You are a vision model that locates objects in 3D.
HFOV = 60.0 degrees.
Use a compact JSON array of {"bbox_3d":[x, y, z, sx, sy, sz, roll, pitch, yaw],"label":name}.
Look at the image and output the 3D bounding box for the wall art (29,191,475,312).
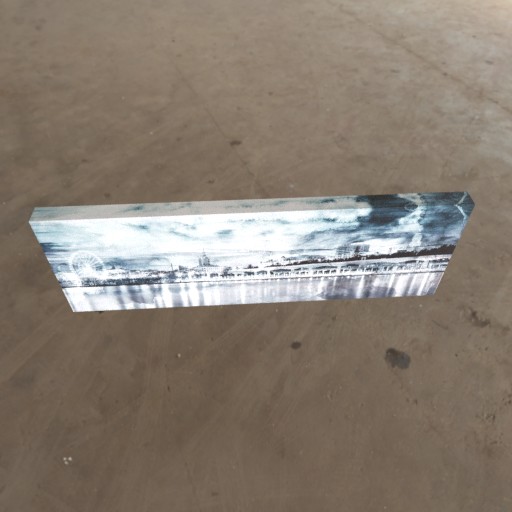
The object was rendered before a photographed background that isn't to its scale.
[{"bbox_3d":[0.000,0.000,0.855,0.759,0.251,0.037,-2,46,-2],"label":"wall art"}]
